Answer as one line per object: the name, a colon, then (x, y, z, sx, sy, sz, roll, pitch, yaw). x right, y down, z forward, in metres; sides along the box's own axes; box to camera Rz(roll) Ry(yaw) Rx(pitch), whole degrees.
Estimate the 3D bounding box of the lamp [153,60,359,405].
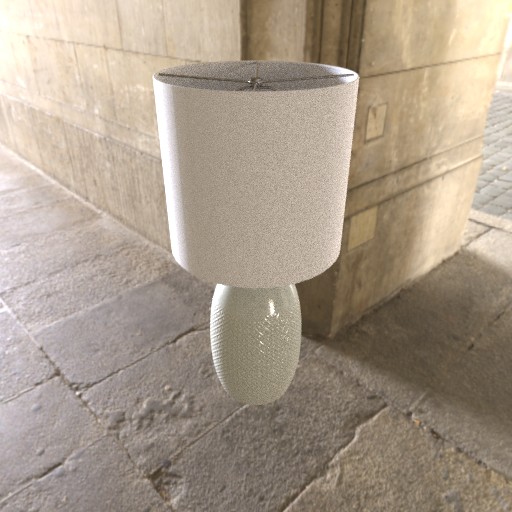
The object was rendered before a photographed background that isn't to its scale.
lamp: (0.000, 0.000, 0.588, 0.217, 0.453, 0.217, 0, 30, 1)
